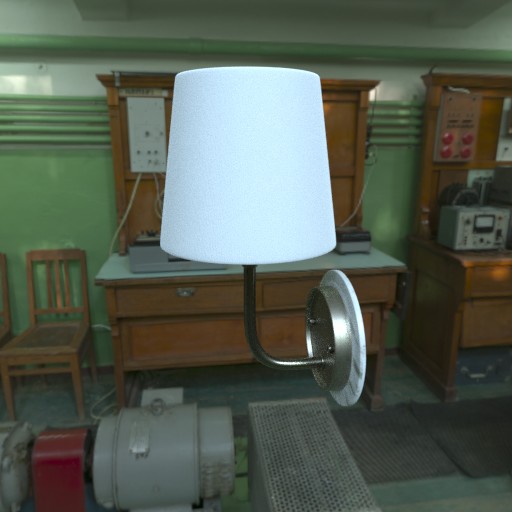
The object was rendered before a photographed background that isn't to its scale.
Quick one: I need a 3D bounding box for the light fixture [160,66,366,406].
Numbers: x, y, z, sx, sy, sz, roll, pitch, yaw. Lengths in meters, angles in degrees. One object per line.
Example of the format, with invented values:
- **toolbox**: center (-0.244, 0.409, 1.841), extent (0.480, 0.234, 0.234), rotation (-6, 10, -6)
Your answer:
- **light fixture**: center (0.000, 0.000, 0.448), extent (0.188, 0.337, 0.168), rotation (-2, 15, -9)
